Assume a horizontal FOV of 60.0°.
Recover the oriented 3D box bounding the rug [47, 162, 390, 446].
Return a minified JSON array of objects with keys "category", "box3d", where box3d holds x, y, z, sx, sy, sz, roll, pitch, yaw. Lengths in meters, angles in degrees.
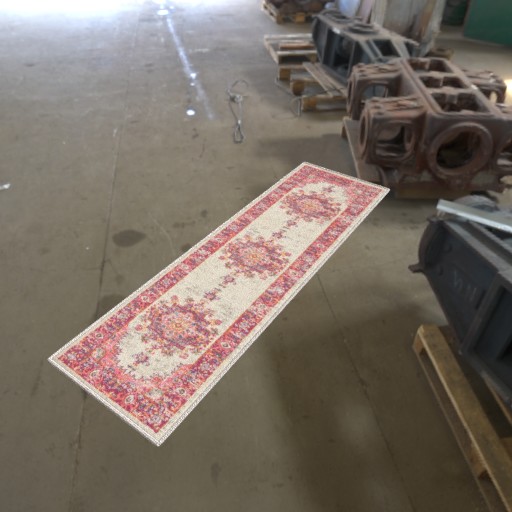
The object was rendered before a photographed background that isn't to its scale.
[{"category":"rug","box3d":[0.000,0.000,2.040,0.562,0.009,1.824,24,46,26]}]
